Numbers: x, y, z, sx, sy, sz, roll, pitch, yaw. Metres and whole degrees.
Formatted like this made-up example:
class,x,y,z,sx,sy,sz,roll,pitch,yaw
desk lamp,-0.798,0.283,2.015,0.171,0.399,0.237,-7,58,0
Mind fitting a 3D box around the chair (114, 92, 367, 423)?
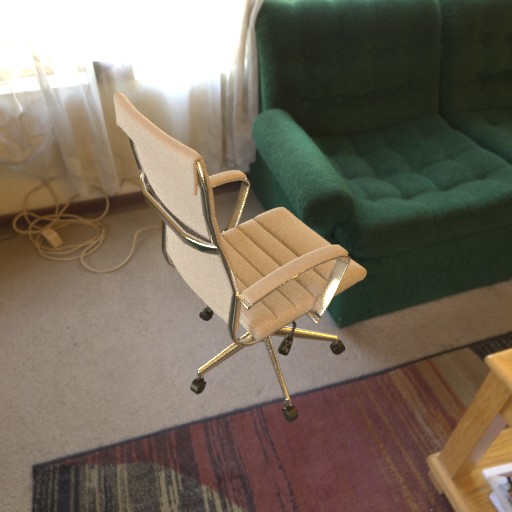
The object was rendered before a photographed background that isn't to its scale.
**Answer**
class,x,y,z,sx,sy,sz,roll,pitch,yaw
chair,0.000,0.000,1.552,0.667,1.149,0.679,-25,47,-26
